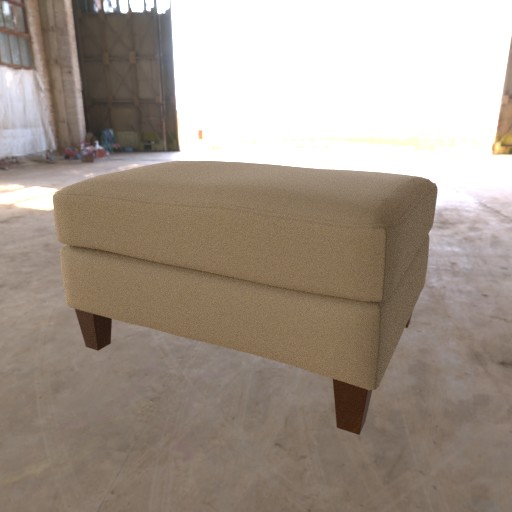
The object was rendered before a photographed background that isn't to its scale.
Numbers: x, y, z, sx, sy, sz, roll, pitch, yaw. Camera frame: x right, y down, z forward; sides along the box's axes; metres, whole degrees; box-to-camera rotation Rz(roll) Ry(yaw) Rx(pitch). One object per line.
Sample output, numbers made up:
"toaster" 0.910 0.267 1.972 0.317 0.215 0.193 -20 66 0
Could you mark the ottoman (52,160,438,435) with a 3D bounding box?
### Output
"ottoman" 0.000 0.000 1.188 0.818 0.485 0.634 9 20 26
